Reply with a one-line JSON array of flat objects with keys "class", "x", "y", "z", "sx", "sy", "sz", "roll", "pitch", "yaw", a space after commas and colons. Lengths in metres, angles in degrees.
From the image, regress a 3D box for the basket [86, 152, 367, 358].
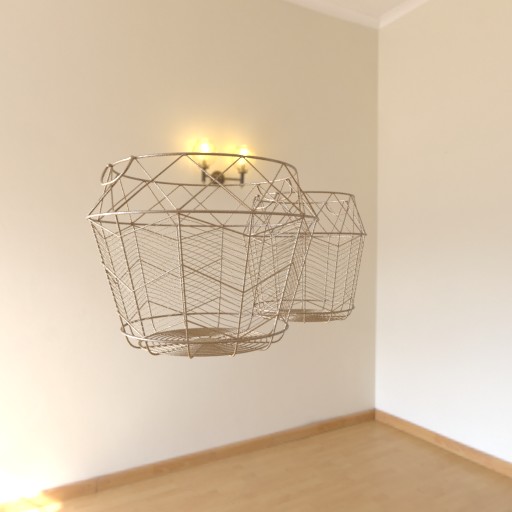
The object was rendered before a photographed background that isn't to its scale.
[{"class": "basket", "x": 0.000, "y": 0.000, "z": 1.036, "sx": 0.451, "sy": 0.343, "sz": 0.805, "roll": 1, "pitch": 1, "yaw": 34}]
